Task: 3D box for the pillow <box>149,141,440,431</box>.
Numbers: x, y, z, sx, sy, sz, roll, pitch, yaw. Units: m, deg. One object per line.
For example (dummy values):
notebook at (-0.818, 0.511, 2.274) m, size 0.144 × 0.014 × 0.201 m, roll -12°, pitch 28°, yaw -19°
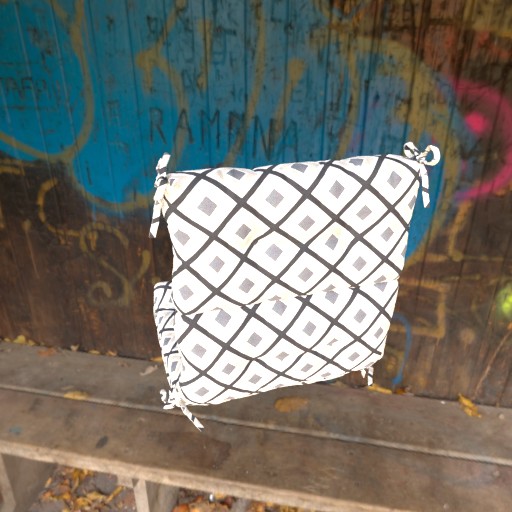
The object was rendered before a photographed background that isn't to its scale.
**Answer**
pillow at (0.000, 0.000, 1.042) m, size 0.519 × 0.605 × 0.571 m, roll -8°, pitch 27°, yaw -16°
